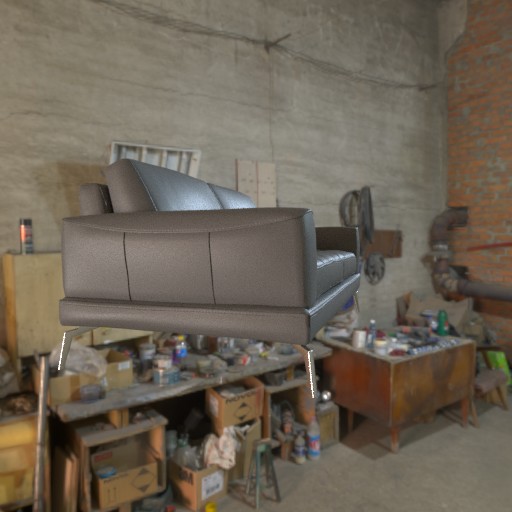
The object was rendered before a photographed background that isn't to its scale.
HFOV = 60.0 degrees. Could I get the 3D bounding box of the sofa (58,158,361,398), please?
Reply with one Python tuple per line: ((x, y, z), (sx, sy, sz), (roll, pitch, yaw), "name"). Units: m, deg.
((0.000, 0.000, 2.696), (1.121, 0.930, 2.177), (1, 2, 18), "sofa")
